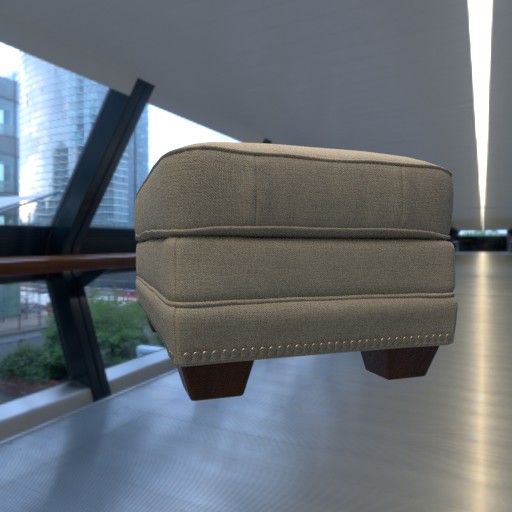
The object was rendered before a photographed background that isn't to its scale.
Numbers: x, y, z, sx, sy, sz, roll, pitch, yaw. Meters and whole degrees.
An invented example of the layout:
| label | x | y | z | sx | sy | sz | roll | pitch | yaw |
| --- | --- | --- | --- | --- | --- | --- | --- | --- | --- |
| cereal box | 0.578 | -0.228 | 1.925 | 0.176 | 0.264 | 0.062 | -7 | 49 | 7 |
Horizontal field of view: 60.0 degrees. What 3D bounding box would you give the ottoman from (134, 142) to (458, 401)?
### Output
| label | x | y | z | sx | sy | sz | roll | pitch | yaw |
| --- | --- | --- | --- | --- | --- | --- | --- | --- | --- |
| ottoman | 0.000 | 0.000 | 1.111 | 0.559 | 0.458 | 0.813 | 0 | 1 | -19 |
